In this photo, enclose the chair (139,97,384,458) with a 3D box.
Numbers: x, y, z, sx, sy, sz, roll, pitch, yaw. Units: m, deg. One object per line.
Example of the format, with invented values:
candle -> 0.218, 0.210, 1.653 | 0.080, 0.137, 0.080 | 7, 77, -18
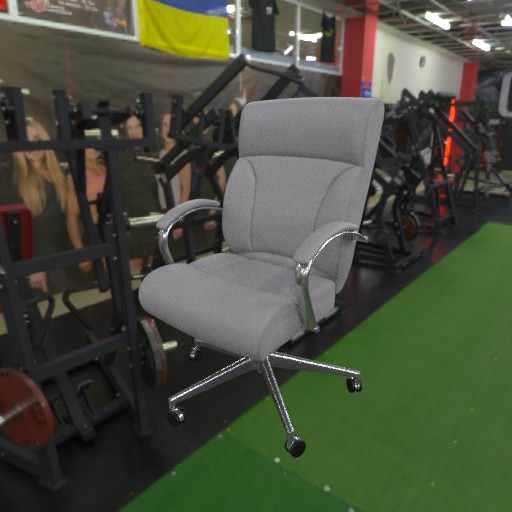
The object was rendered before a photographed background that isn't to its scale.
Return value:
chair -> 0.000, 0.000, 1.609 | 0.727, 1.099, 0.745 | 14, 22, 38
